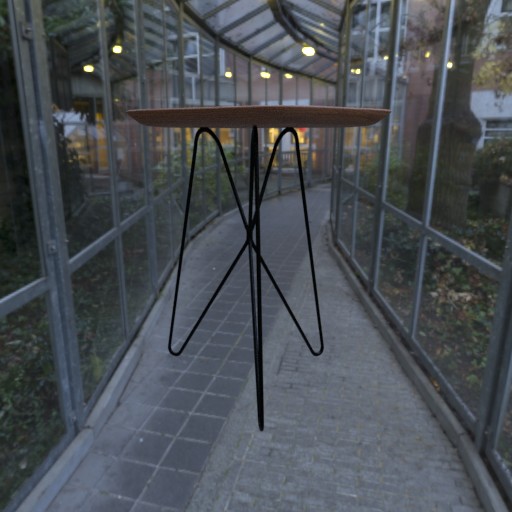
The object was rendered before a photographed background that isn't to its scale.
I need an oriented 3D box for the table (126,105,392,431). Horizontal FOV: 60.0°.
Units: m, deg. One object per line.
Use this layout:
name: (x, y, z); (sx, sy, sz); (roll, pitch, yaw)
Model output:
table: (0.000, 0.000, 0.915); (0.500, 0.562, 0.400); (8, 17, 26)
